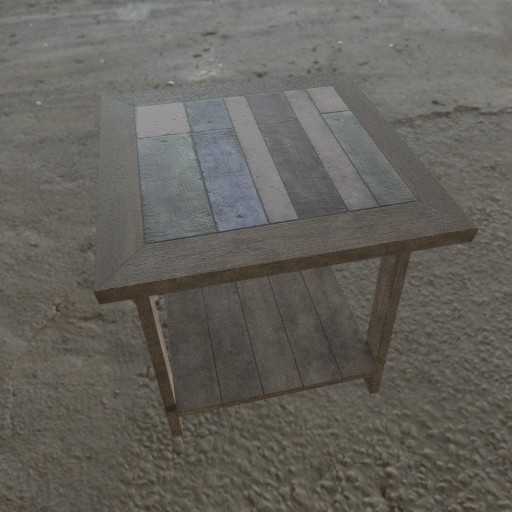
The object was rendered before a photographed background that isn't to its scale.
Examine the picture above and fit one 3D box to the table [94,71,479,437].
[{"bbox_3d":[0.000,0.000,1.102,0.610,0.610,0.610,-9,47,-9],"label":"table"}]
